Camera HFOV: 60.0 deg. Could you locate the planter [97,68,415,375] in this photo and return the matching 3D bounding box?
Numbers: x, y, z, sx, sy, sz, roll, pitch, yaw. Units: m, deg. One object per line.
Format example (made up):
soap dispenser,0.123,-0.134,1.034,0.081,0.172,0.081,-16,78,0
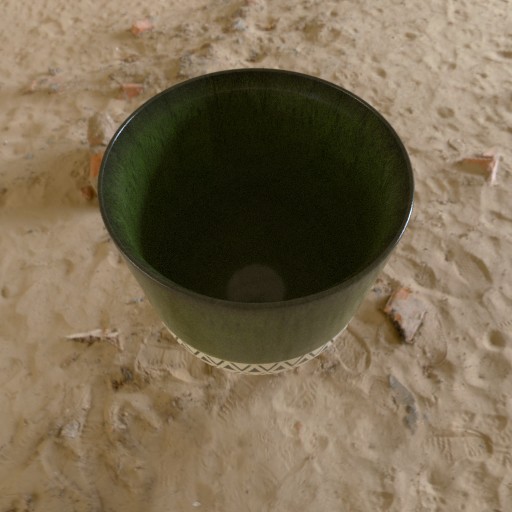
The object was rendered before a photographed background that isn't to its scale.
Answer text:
planter,0.000,0.000,0.461,0.245,0.270,0.245,0,58,0
